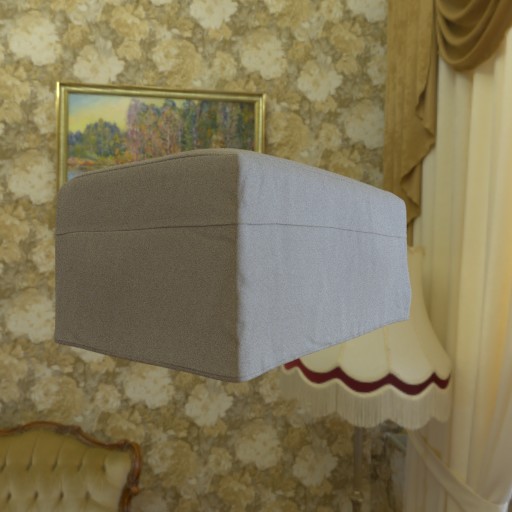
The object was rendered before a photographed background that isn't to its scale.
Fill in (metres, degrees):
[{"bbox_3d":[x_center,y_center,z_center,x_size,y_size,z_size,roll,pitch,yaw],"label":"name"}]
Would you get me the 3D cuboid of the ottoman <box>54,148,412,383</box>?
[{"bbox_3d":[0.000,0.000,1.206,0.590,0.444,0.872,0,1,37],"label":"ottoman"}]
